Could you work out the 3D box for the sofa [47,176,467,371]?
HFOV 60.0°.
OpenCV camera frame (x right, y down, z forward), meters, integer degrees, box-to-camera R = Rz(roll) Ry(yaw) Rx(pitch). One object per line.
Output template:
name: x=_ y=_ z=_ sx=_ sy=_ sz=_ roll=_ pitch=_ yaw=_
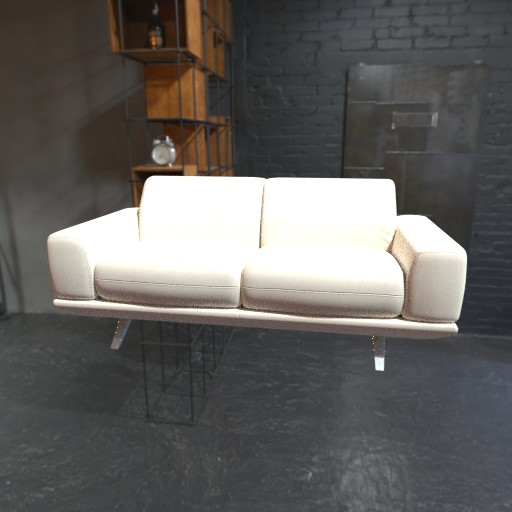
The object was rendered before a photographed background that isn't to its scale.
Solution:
sofa: x=0.000 y=0.000 z=2.380 sx=1.901 sy=0.772 sz=0.900 roll=2 pitch=15 yaw=9
